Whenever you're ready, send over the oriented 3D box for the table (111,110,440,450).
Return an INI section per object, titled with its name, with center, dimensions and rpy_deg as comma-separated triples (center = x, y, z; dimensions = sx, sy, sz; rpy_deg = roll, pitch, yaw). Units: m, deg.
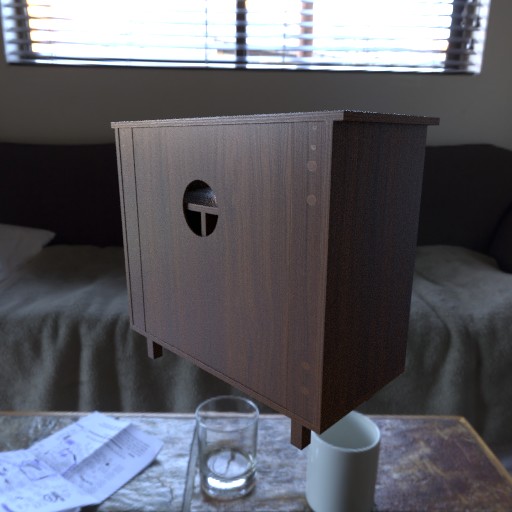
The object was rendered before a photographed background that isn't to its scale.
[table]
center = 0.000, 0.000, 1.239
dimensions = 0.802, 0.725, 0.390
rpy_deg = 14, 20, 43
